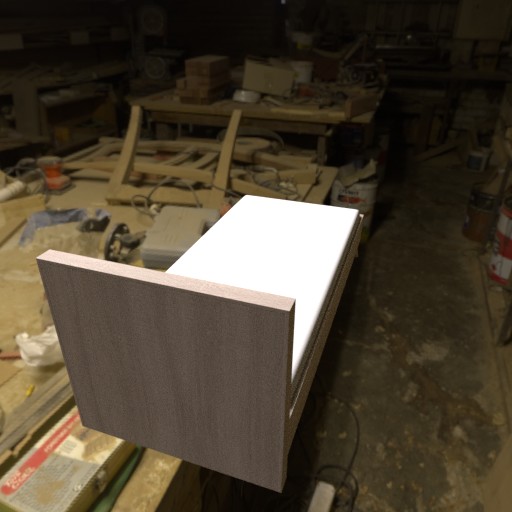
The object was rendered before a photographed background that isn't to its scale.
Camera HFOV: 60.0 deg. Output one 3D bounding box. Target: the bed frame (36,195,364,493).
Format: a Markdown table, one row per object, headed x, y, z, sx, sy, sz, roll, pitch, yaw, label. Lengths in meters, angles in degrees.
| x | y | z | sx | sy | sz | roll | pitch | yaw | label |
| --- | --- | --- | --- | --- | --- | --- | --- | --- | --- |
| 0.000 | 0.000 | 2.621 | 0.990 | 0.920 | 2.140 | 10 | 31 | 17 | bed frame |
